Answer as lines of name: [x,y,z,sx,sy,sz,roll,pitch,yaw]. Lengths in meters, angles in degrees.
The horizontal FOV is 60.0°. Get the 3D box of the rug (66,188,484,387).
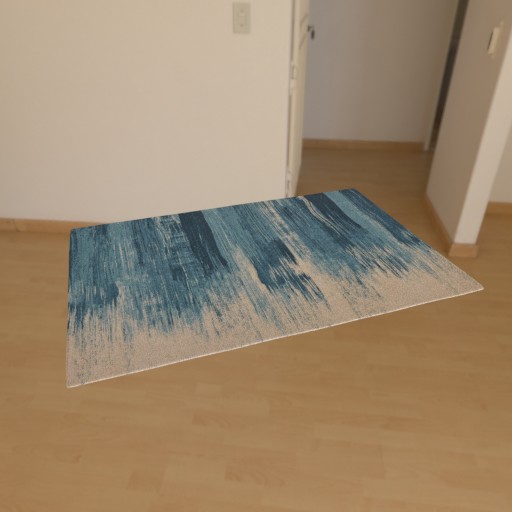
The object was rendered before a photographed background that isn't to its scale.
rug: [0.000,0.000,2.297,1.836,0.009,1.232,-10,34,-16]
